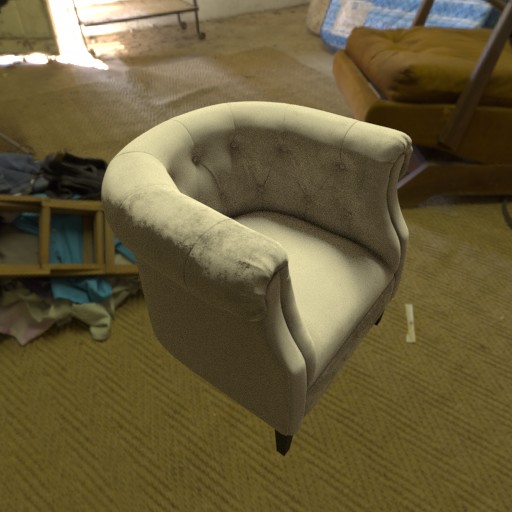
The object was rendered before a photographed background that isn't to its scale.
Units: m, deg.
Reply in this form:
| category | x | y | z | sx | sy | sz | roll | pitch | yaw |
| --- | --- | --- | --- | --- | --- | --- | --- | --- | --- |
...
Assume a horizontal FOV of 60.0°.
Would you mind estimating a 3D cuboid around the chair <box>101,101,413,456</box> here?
| category | x | y | z | sx | sy | sz | roll | pitch | yaw |
| --- | --- | --- | --- | --- | --- | --- | --- | --- | --- |
| chair | 0.000 | 0.000 | 1.568 | 0.851 | 0.826 | 0.904 | 26 | 47 | 27 |
